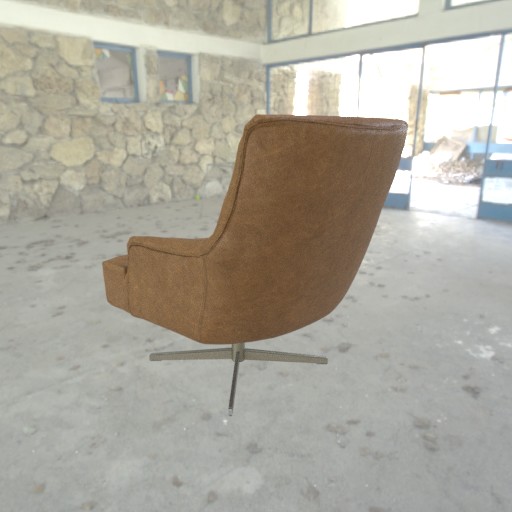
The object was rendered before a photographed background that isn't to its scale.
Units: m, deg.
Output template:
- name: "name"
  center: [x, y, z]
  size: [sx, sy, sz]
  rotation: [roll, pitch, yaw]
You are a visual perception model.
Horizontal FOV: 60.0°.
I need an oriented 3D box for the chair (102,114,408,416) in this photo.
- name: "chair"
  center: [0.000, 0.000, 1.487]
  size: [0.729, 0.869, 0.874]
  rotation: [-14, 20, -41]
